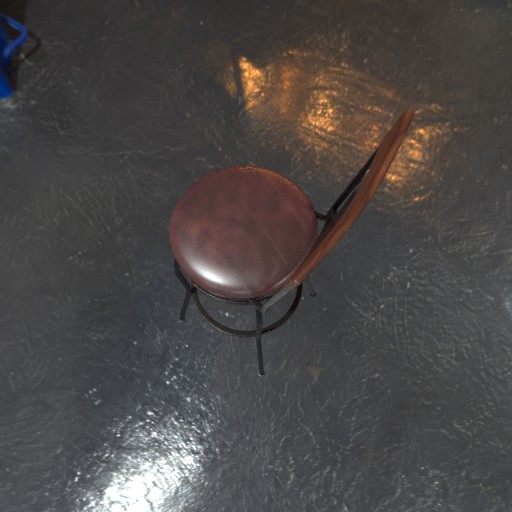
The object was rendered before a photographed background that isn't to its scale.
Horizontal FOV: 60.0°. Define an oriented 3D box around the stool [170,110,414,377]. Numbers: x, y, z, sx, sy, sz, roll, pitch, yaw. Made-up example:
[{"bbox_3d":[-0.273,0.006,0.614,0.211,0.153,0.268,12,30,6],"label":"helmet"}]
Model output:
[{"bbox_3d":[0.000,0.000,1.379,0.513,1.130,0.448,31,69,14],"label":"stool"}]
